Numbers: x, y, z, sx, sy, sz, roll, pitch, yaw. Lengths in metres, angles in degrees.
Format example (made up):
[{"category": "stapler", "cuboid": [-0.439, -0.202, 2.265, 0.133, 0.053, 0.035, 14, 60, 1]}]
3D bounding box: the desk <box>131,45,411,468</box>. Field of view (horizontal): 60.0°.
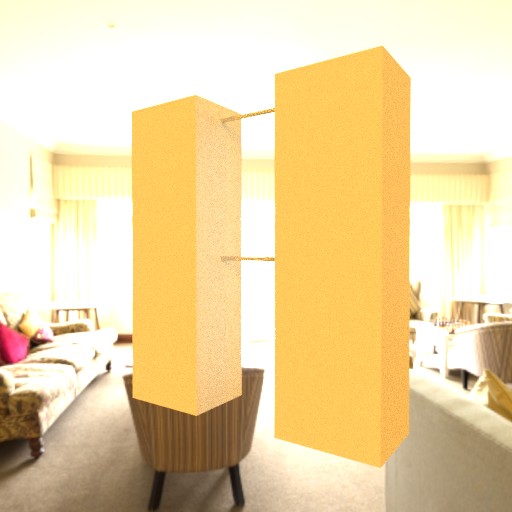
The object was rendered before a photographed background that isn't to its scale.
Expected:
[{"category": "desk", "cuboid": [0.000, 0.000, 2.794, 1.770, 2.000, 0.480, 1, 1, 34]}]
